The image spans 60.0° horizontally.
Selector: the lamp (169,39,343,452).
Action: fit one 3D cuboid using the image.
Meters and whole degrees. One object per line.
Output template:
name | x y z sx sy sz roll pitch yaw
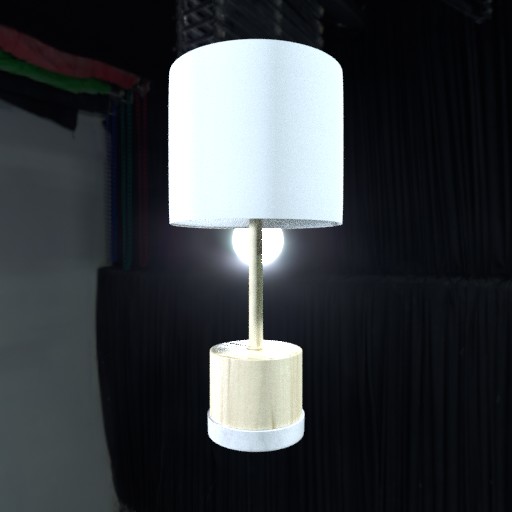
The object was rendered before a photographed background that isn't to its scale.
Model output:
lamp | 0.000 0.000 0.593 0.229 0.470 0.229 0 1 34
